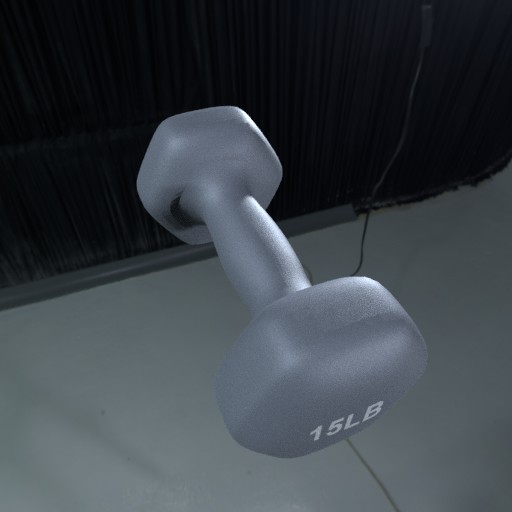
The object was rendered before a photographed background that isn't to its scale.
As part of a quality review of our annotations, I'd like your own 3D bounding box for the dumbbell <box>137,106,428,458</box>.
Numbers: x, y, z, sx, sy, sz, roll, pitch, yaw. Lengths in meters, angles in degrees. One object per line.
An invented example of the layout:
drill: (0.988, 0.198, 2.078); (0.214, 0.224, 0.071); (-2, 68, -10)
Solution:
dumbbell: (0.000, 0.000, 0.291); (0.116, 0.105, 0.240); (-16, 49, -15)
